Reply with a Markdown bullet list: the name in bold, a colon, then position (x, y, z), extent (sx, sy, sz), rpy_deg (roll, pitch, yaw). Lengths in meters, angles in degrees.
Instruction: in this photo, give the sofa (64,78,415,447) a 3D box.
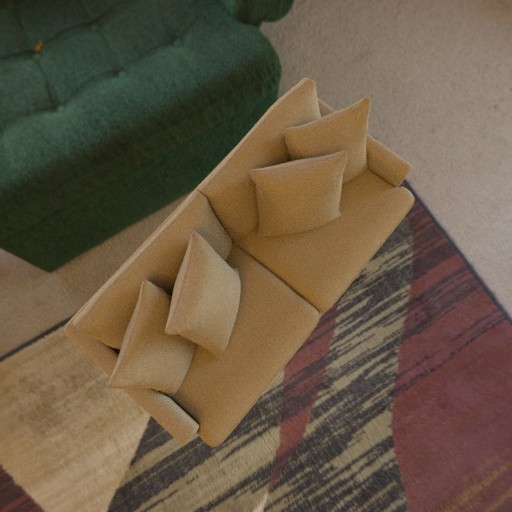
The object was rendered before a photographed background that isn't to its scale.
- **sofa**: position (0.000, 0.000, 3.024), extent (1.228, 1.084, 2.380), rpy_deg (39, 78, 10)
